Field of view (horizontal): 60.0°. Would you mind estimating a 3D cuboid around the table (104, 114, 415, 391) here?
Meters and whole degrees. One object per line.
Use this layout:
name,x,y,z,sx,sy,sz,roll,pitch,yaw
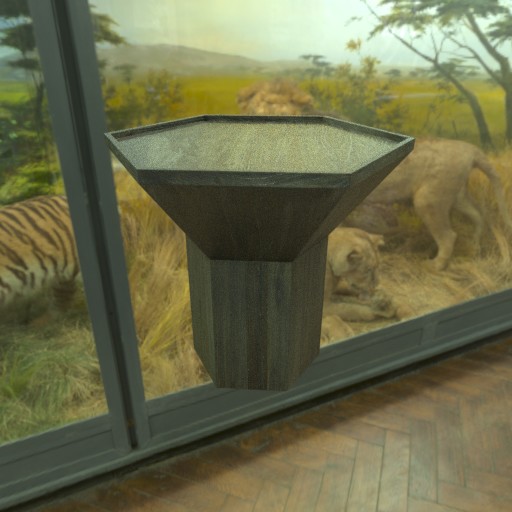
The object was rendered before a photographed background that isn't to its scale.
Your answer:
table,0.000,0.000,1.098,0.592,0.586,0.683,17,30,30
